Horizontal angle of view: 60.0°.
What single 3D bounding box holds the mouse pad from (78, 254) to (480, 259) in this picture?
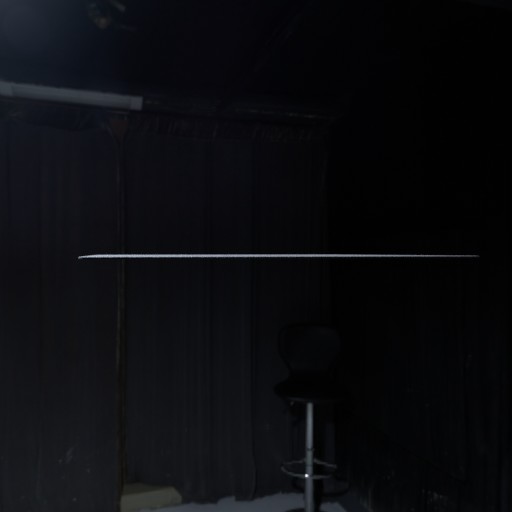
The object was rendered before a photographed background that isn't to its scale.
[{"bbox_3d":[0.000,0.000,0.640,0.451,0.002,0.393,0,0,-17],"label":"mouse pad"}]
